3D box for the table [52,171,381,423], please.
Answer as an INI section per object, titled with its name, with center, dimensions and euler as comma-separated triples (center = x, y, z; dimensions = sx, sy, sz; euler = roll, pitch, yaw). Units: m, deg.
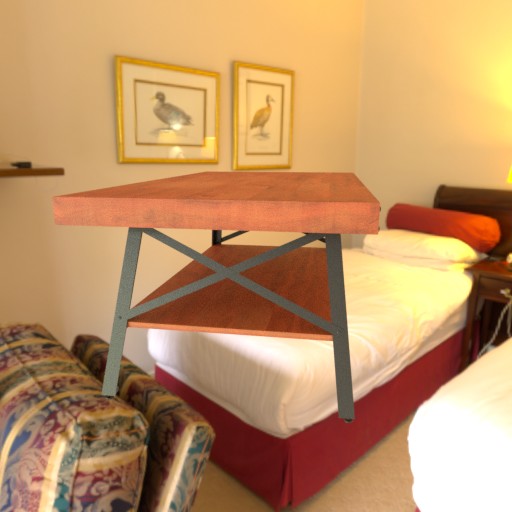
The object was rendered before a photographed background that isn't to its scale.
[table]
center = 0.000, 0.000, 1.358
dimensions = 0.610, 0.457, 1.067
euler = 2, 14, 9
